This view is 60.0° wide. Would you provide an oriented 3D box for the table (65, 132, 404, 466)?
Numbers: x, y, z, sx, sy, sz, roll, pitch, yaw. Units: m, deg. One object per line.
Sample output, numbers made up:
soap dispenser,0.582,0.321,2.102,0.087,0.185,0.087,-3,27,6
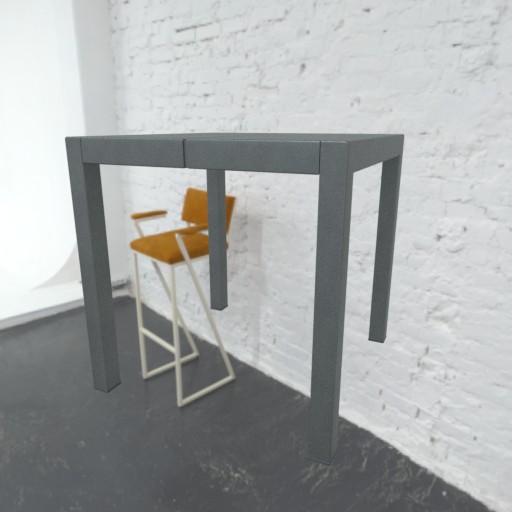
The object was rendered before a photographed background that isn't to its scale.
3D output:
table,0.000,0.000,0.966,0.508,0.508,0.508,8,18,25
